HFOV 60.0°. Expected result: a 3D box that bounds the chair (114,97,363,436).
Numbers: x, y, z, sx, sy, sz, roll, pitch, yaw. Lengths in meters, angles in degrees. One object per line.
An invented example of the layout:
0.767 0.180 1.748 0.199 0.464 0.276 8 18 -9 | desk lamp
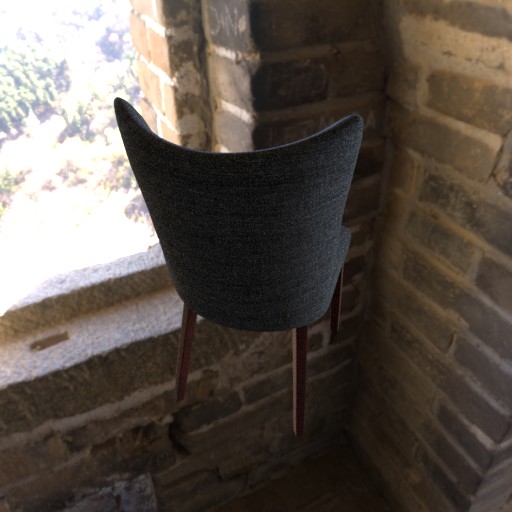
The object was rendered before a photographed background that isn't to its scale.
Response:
0.000 0.000 1.273 0.535 0.924 0.623 10 33 15 | chair
